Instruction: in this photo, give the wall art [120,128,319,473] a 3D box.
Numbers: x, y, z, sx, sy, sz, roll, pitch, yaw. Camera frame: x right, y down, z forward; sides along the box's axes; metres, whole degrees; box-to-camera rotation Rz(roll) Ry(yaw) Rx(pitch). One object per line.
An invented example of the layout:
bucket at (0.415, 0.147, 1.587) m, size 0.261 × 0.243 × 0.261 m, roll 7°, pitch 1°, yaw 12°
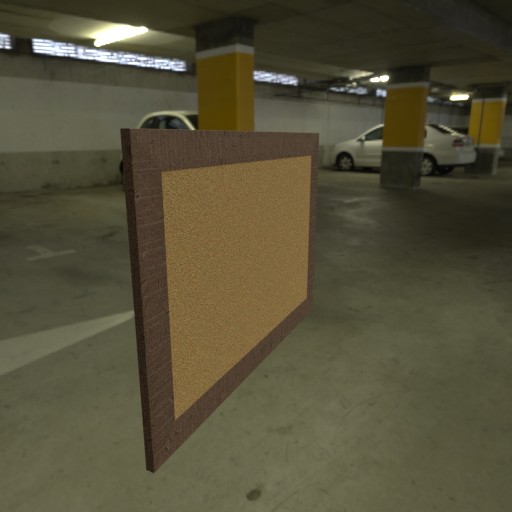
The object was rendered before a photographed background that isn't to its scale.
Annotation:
wall art at (0.000, 0.000, 1.158) m, size 0.019 × 0.626 × 0.917 m, roll 7°, pitch 17°, yaw 25°
